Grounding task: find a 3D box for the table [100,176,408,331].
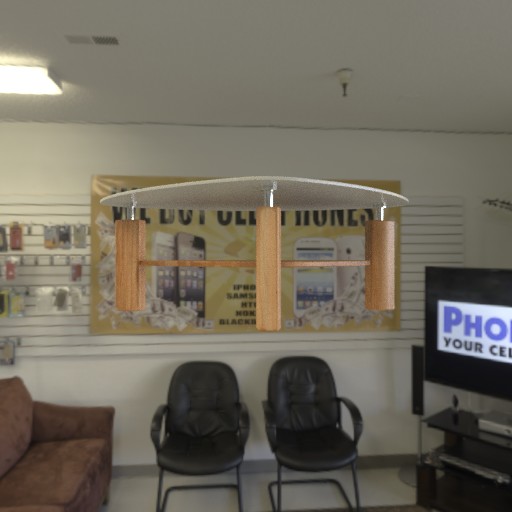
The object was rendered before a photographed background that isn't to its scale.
[{"bbox_3d":[0.000,0.000,1.646,1.250,0.440,0.850,0,0,-2],"label":"table"}]
